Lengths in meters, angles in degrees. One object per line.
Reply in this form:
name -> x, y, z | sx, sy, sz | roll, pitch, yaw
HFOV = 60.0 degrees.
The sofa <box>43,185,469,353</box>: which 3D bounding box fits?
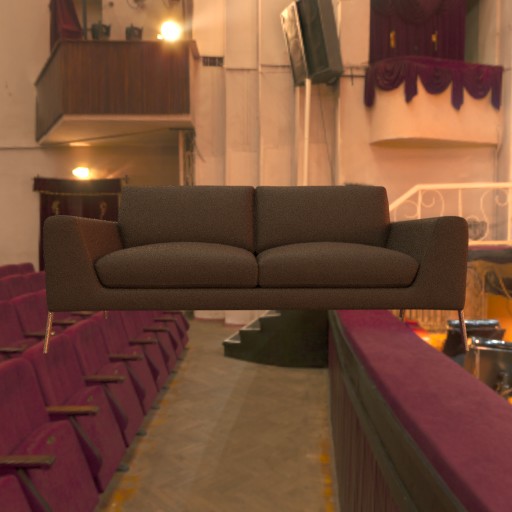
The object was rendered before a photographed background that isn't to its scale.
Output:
sofa -> 0.000, 0.000, 2.536 | 2.017, 0.875, 0.953 | 0, 2, -1
